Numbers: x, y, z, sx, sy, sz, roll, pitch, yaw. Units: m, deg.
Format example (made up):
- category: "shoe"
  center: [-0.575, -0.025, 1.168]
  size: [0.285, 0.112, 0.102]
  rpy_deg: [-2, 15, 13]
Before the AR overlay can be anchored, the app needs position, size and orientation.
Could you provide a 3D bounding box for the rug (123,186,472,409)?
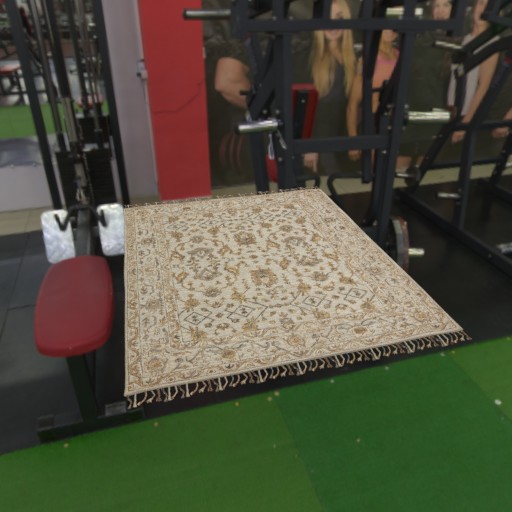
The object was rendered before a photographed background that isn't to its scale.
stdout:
- category: "rug"
  center: [0.000, 0.000, 4.173]
  size: [2.426, 0.034, 3.061]
  rpy_deg: [-8, 31, -13]
